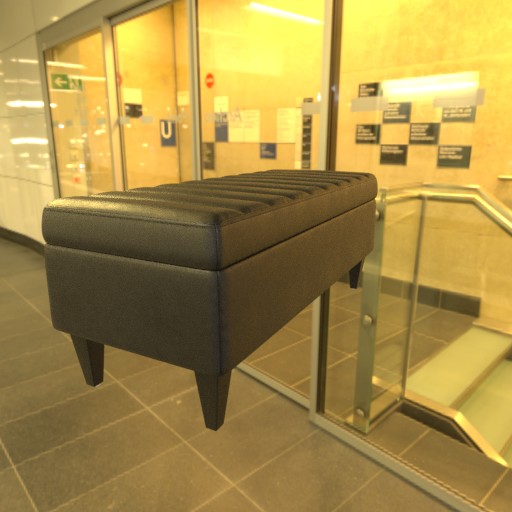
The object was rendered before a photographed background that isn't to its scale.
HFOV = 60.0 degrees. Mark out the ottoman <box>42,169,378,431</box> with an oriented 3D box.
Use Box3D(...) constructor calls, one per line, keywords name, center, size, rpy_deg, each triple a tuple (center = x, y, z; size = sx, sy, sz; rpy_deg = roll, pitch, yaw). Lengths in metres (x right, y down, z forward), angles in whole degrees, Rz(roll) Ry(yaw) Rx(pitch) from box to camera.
Box3D(name="ottoman", center=(0.000, 0.000, 1.397), size=(0.482, 0.469, 1.151), rpy_deg=(8, 17, 27))
